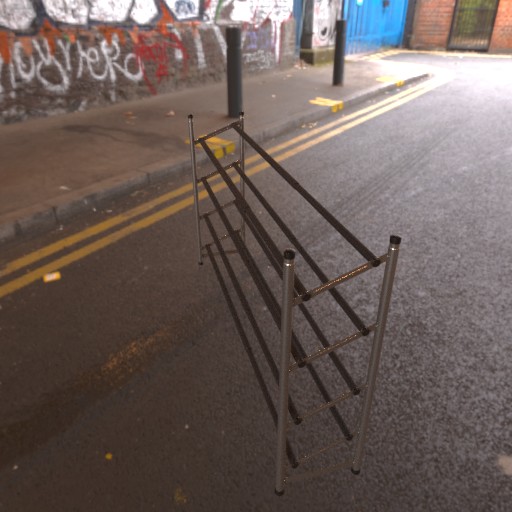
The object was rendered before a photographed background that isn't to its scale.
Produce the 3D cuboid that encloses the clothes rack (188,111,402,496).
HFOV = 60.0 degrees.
[{"bbox_3d":[0.000,0.000,1.424,0.229,0.672,1.168,-8,30,-14],"label":"clothes rack"}]
